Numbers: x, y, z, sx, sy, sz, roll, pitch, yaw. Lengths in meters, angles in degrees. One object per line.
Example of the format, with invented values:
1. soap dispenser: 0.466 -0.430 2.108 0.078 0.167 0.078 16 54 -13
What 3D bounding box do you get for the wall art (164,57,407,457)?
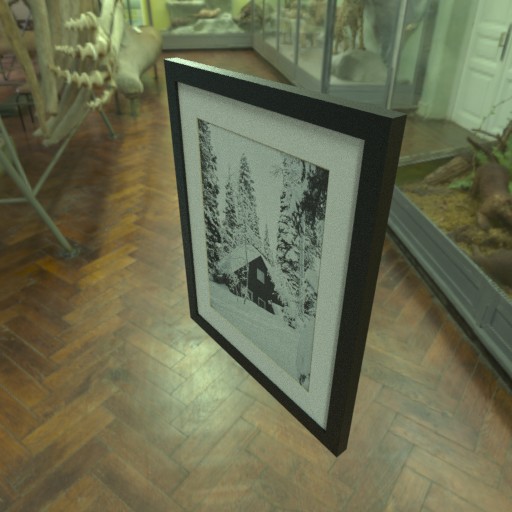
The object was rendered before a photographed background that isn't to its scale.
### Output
1. wall art: 0.000 0.000 0.528 0.018 0.397 0.325 -24 39 -32
